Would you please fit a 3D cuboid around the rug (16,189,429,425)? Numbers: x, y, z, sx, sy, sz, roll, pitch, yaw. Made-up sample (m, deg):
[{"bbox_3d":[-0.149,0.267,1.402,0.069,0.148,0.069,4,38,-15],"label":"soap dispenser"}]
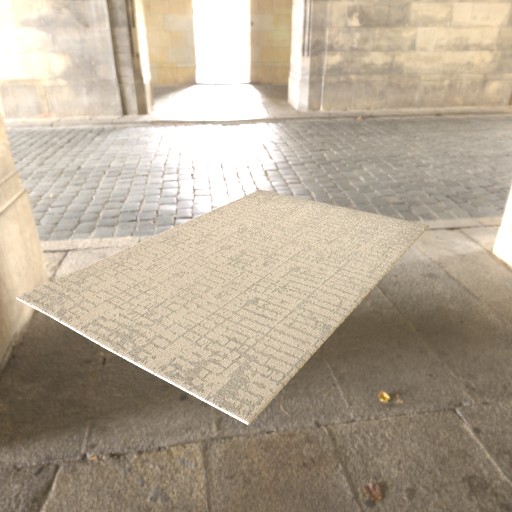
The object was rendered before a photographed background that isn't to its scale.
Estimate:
[{"bbox_3d":[0.000,0.000,2.239,1.211,0.007,1.827,17,31,31],"label":"rug"}]
